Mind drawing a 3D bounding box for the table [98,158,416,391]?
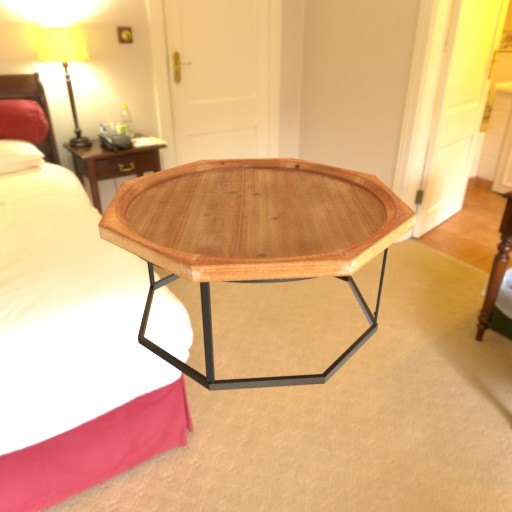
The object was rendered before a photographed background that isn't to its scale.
[{"bbox_3d":[0.000,0.000,1.554,1.002,0.444,1.002,0,27,0],"label":"table"}]
